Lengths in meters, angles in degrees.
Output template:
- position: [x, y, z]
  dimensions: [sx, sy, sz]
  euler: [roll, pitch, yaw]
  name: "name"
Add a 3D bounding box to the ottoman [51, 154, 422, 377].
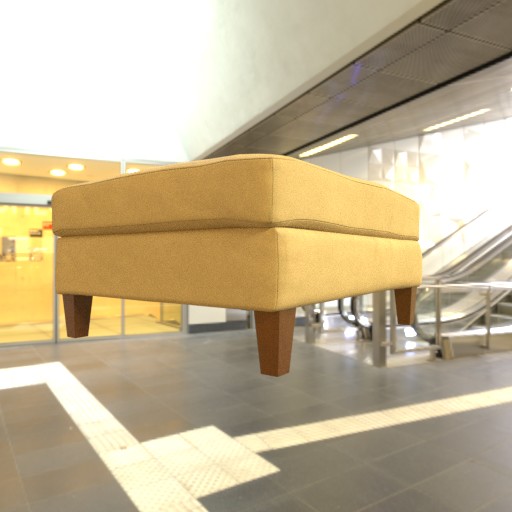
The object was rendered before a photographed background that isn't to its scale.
- position: [0.000, 0.000, 1.481]
  dimensions: [0.836, 0.492, 1.002]
  euler: [0, 0, 36]
  name: "ottoman"
